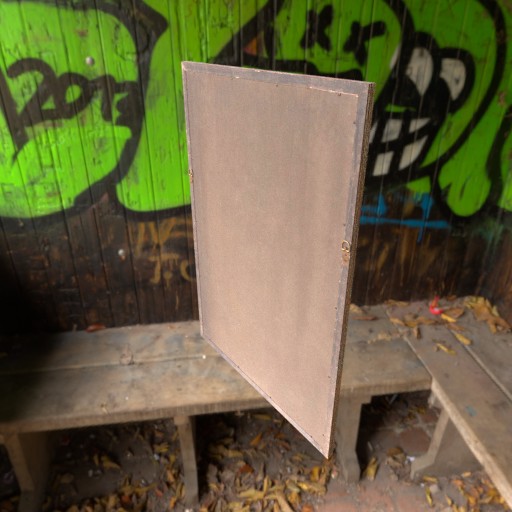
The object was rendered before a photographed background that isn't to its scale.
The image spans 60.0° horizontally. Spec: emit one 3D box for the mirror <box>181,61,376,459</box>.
[{"bbox_3d":[0.000,0.000,1.280,0.025,0.996,0.705,-19,33,-32],"label":"mirror"}]
